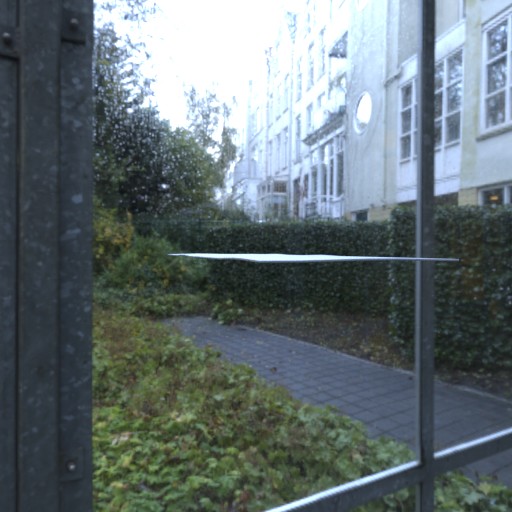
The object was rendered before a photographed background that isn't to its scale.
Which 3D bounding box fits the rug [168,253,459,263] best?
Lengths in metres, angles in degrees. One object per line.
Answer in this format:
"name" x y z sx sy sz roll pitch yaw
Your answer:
"rug" 0.000 0.000 2.650 0.762 0.013 2.439 0 1 -18
